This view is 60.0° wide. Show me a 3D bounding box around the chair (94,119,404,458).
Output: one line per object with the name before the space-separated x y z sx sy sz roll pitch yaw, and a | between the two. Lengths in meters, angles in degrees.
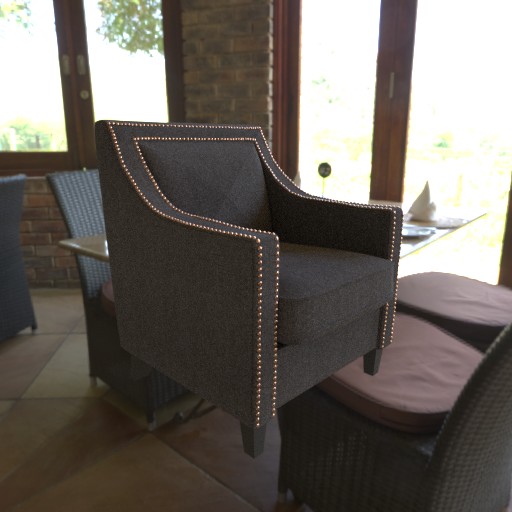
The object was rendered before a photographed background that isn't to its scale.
chair | 0.000 0.000 1.634 0.884 0.967 0.776 14 20 43
